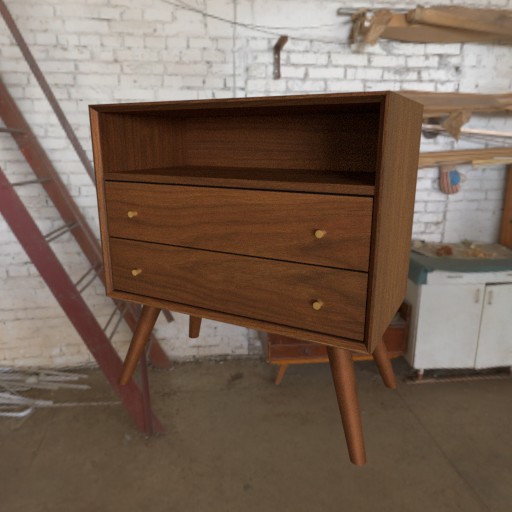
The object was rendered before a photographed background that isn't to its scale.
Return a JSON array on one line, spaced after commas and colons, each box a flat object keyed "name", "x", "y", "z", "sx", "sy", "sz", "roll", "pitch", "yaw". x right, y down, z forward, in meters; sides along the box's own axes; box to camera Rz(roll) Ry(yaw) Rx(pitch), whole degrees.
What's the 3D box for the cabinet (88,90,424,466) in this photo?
[{"name": "cabinet", "x": 0.000, "y": 0.000, "z": 1.156, "sx": 0.712, "sy": 0.748, "sz": 0.388, "roll": 8, "pitch": 17, "yaw": 27}]
